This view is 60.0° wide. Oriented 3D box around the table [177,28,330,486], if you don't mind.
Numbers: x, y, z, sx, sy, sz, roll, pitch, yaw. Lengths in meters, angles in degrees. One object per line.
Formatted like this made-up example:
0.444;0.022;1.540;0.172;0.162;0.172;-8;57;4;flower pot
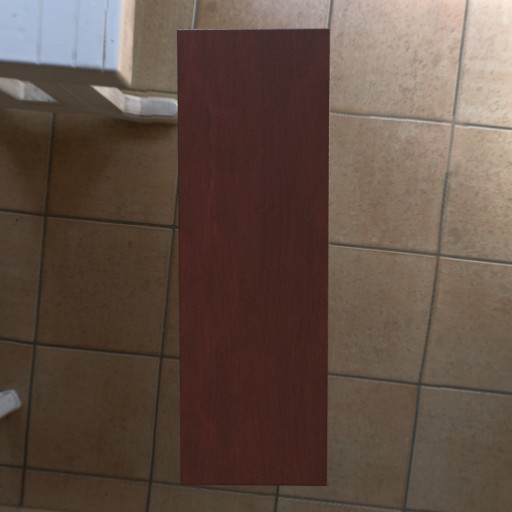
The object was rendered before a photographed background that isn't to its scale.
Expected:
0.000;0.000;1.518;0.392;0.739;1.188;0;93;1;table
